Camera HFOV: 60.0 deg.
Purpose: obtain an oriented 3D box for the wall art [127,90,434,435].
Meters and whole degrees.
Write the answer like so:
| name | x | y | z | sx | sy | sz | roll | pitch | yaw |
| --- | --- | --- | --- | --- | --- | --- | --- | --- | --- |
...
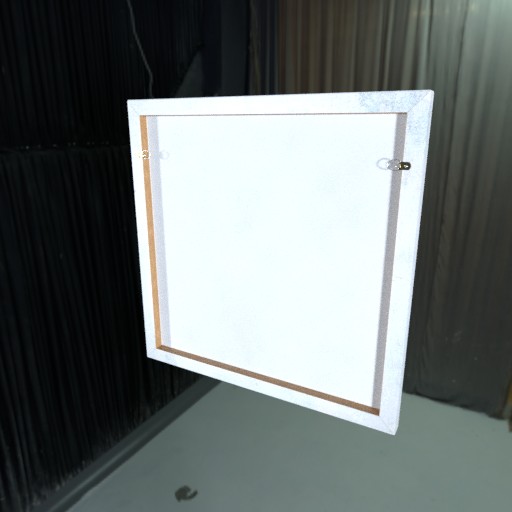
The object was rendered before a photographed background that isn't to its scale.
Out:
| name | x | y | z | sx | sy | sz | roll | pitch | yaw |
| --- | --- | --- | --- | --- | --- | --- | --- | --- | --- |
| wall art | 0.000 | 0.000 | 1.121 | 0.762 | 0.762 | 0.041 | 9 | 19 | 28 |
